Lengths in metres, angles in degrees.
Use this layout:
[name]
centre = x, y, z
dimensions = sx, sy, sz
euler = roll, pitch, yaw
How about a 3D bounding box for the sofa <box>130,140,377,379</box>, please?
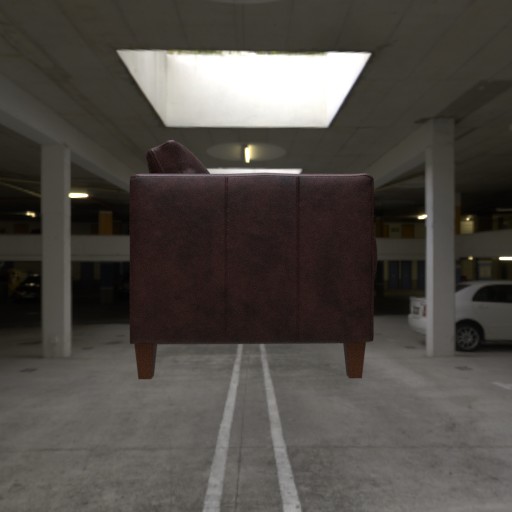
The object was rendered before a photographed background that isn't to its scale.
[sofa]
centre = 0.000, 0.000, 2.961
dimensions = 1.045, 1.006, 2.464
euler = 0, 0, -1
